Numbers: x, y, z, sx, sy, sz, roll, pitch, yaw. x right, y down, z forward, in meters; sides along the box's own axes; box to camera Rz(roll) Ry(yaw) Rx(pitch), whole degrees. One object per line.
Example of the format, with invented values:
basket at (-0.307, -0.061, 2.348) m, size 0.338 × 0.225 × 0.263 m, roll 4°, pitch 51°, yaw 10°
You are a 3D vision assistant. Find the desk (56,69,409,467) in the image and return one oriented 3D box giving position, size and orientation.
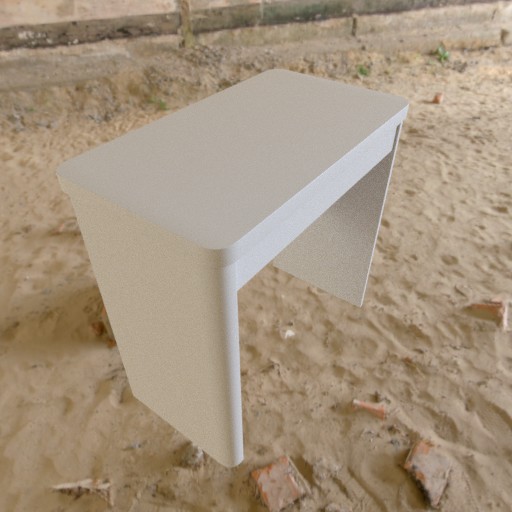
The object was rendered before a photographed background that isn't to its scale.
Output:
desk at (0.000, 0.000, 1.264) m, size 0.446 × 0.760 × 0.790 m, roll 26°, pitch 47°, yaw 27°
